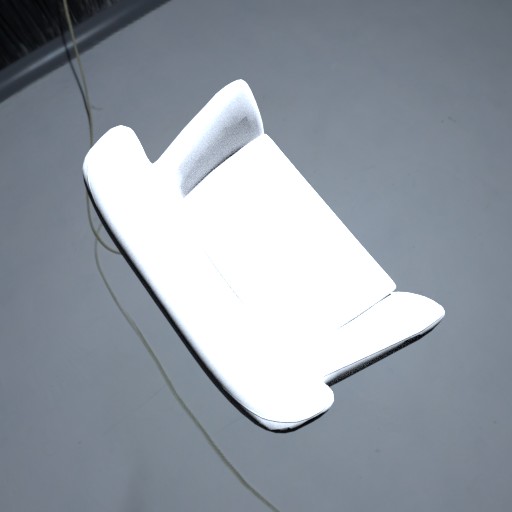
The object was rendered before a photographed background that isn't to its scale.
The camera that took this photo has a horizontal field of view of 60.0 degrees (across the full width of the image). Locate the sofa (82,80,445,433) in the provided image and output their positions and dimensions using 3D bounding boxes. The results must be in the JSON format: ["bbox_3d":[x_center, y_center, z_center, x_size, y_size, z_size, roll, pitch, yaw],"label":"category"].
[{"bbox_3d":[0.000,0.000,2.029,0.921,0.878,1.424,-36,77,-10],"label":"sofa"}]
